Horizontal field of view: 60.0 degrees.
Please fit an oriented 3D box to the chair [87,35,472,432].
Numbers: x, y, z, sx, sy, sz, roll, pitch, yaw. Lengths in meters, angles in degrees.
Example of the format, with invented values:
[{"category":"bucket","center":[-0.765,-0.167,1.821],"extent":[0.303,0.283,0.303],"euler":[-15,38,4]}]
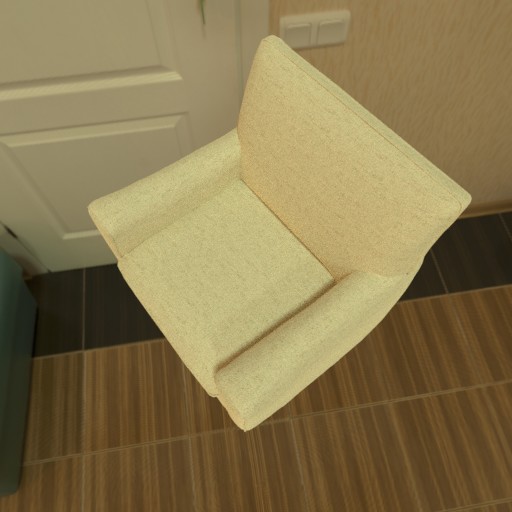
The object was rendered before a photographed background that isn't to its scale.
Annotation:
[{"category":"chair","center":[0.000,0.000,1.567],"extent":[0.823,0.943,0.870],"euler":[-35,68,-17]}]
